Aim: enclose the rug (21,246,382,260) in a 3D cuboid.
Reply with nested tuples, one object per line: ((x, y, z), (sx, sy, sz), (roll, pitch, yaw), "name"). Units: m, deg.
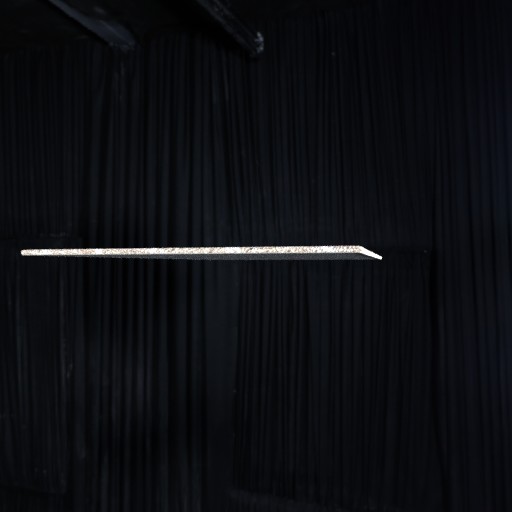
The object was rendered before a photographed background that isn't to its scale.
((0.000, 0.000, 3.398), (1.778, 0.030, 2.743), (0, -1, 17), "rug")
